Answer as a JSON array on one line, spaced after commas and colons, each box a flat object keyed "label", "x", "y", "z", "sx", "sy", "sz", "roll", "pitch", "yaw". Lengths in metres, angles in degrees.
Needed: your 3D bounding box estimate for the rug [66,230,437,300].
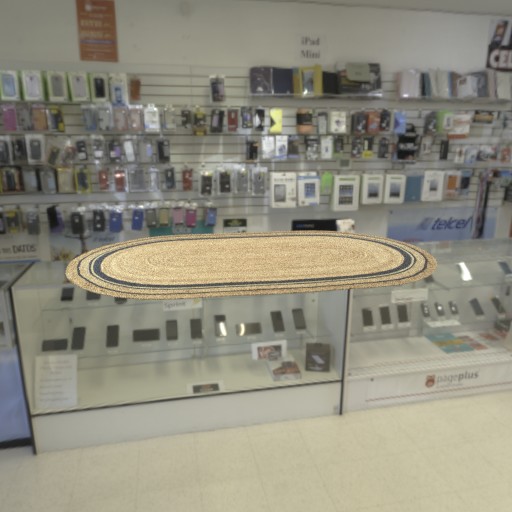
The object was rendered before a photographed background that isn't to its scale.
[{"label": "rug", "x": 0.000, "y": 0.000, "z": 3.034, "sx": 2.432, "sy": 0.006, "sz": 1.520, "roll": -2, "pitch": 15, "yaw": -9}]
